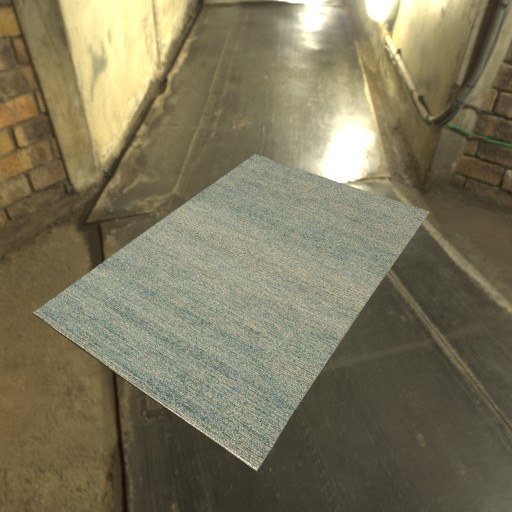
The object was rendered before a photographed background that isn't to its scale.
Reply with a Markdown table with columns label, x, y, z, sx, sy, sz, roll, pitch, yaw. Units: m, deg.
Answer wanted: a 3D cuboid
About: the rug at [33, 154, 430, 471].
| label | x | y | z | sx | sy | sz | roll | pitch | yaw |
| --- | --- | --- | --- | --- | --- | --- | --- | --- | --- |
| rug | 0.000 | 0.000 | 5.212 | 2.802 | 0.052 | 4.078 | 25 | 47 | 25 |
